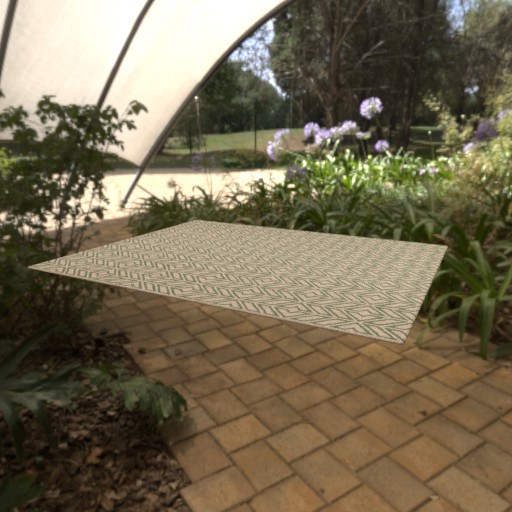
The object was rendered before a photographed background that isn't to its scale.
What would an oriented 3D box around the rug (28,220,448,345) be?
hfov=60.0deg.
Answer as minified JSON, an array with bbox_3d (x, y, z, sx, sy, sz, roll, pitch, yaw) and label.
[{"bbox_3d":[0.000,0.000,4.066,3.050,0.017,2.441,8,17,27],"label":"rug"}]
